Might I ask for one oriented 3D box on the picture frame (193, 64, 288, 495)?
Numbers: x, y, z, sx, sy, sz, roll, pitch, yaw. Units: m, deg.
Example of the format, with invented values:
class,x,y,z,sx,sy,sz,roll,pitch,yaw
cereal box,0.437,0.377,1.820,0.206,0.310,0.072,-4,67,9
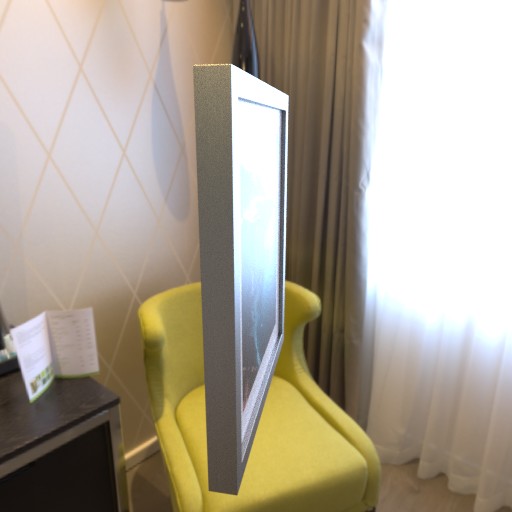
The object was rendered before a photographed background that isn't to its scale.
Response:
class,x,y,z,sx,sy,sz,roll,pitch,yaw
picture frame,0.000,0.000,1.341,0.073,0.968,0.839,3,16,11
